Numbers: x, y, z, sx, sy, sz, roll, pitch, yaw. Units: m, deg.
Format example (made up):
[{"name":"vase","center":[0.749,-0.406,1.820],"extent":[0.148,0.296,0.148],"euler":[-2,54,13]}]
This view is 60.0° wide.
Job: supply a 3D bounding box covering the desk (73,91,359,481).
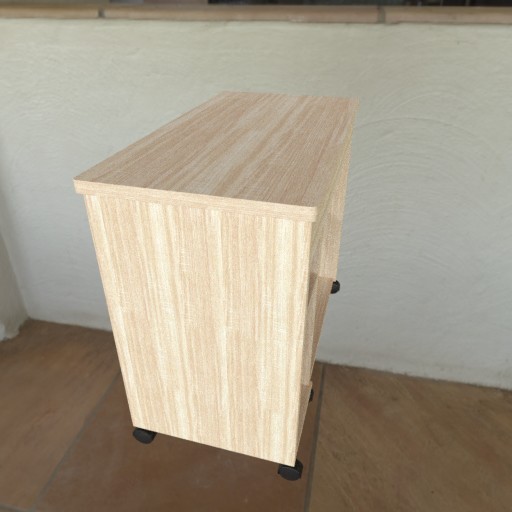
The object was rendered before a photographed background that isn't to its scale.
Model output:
[{"name":"desk","center":[0.000,0.000,1.342],"extent":[0.480,0.770,0.884],"euler":[8,32,13]}]
